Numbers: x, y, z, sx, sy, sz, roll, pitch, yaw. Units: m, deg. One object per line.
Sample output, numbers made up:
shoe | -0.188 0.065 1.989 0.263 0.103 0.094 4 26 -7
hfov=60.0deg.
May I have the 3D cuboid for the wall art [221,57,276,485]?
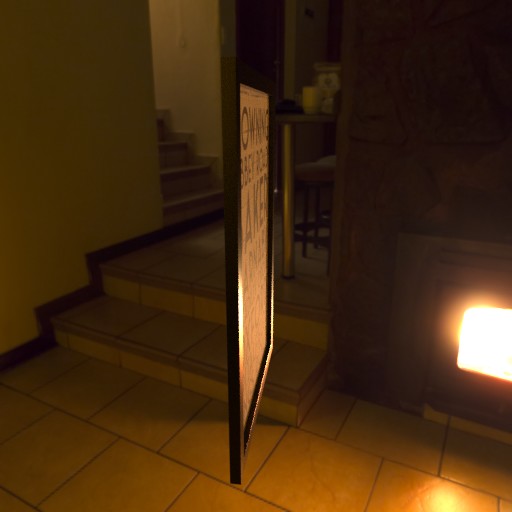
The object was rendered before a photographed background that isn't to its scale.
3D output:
wall art | 0.000 0.000 0.566 0.013 0.432 0.304 3 18 8
